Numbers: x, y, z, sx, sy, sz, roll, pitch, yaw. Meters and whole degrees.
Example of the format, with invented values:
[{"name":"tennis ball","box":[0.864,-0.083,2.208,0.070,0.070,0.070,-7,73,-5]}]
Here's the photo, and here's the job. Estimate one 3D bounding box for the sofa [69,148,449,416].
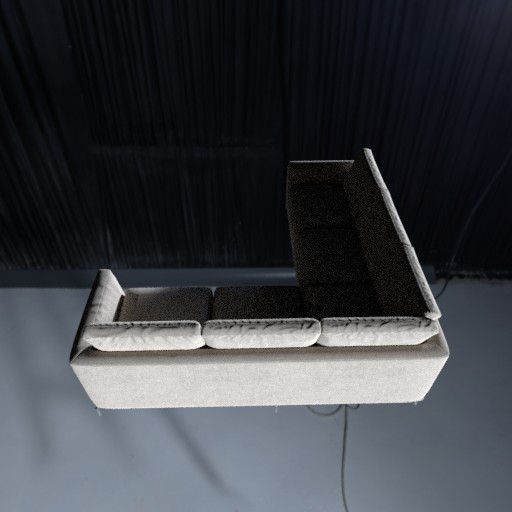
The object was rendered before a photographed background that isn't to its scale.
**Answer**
[{"name":"sofa","box":[0.000,0.000,3.783,2.438,0.864,2.438,-1,42,-1]}]
